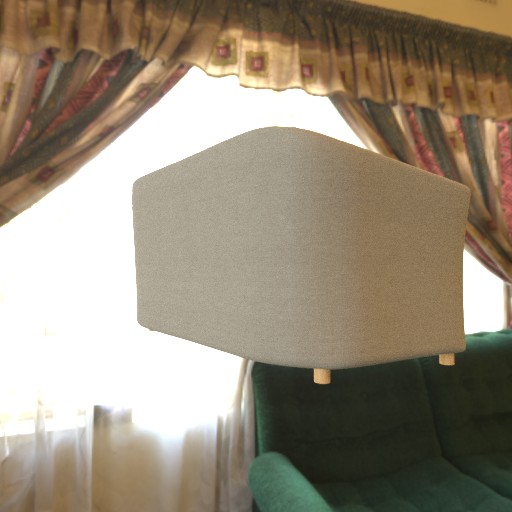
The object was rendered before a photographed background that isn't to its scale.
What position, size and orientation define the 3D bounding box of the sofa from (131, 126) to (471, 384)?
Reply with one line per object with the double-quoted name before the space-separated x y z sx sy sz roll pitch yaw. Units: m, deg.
"sofa" 0.000 0.000 1.826 0.705 0.721 1.452 1 -1 -36
